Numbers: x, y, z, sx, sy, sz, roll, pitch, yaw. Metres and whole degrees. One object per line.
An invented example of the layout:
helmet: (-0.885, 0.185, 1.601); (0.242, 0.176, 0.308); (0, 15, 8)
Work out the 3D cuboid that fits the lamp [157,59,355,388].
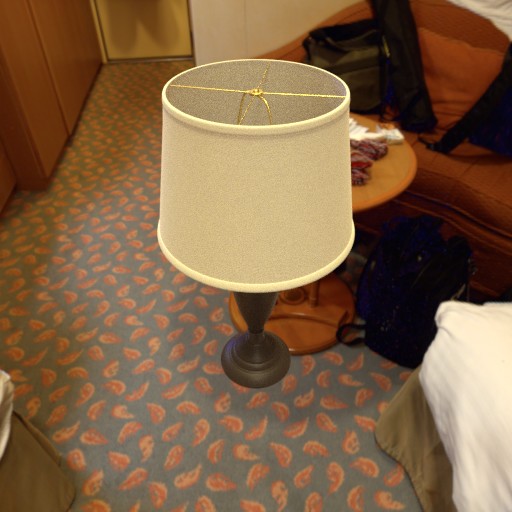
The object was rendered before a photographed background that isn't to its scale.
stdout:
lamp: (0.000, 0.000, 0.811); (0.335, 0.611, 0.335); (0, 40, 0)
